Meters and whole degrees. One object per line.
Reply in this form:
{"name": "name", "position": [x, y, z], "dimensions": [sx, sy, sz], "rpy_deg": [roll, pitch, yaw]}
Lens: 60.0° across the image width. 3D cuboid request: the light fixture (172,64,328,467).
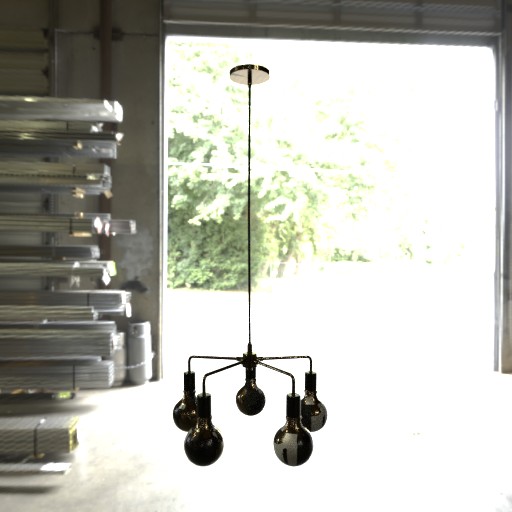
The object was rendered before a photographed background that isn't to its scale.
{"name": "light fixture", "position": [0.000, 0.000, 1.200], "dimensions": [0.421, 0.988, 0.438], "rpy_deg": [0, 0, -18]}
